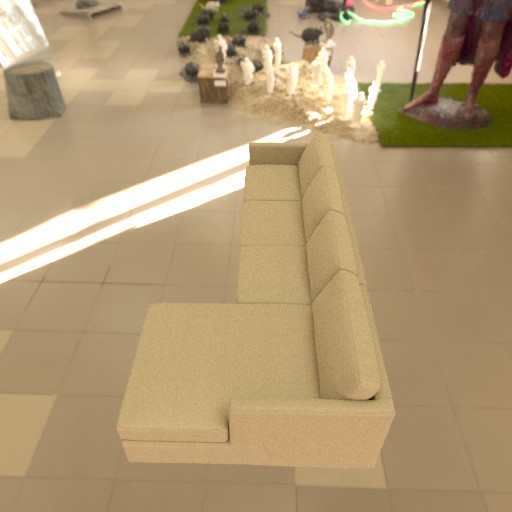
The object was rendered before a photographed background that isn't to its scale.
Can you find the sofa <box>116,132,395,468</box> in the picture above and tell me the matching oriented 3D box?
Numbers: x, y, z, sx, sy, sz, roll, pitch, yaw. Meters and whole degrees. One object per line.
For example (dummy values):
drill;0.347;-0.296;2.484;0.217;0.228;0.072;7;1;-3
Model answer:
sofa;0.000;0.000;3.783;1.622;0.867;3.177;1;42;1
